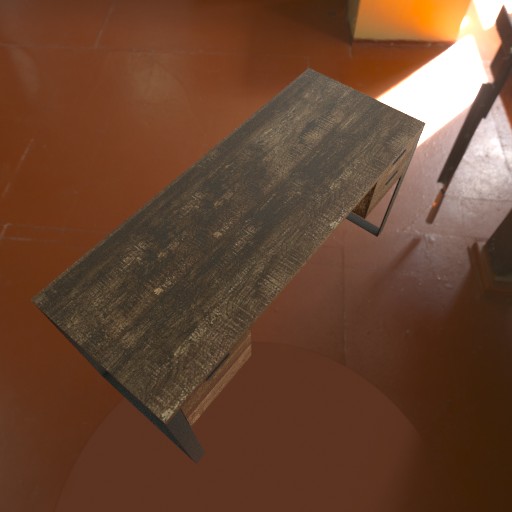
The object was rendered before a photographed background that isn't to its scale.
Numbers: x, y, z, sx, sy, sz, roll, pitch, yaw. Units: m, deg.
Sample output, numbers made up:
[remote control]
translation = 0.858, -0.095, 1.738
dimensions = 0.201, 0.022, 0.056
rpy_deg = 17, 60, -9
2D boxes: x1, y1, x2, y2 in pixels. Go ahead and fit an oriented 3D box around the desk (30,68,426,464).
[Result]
[desk]
translation = 0.000, 0.000, 1.935
dimensions = 0.599, 0.762, 1.524
rpy_deg = 34, 63, 20
